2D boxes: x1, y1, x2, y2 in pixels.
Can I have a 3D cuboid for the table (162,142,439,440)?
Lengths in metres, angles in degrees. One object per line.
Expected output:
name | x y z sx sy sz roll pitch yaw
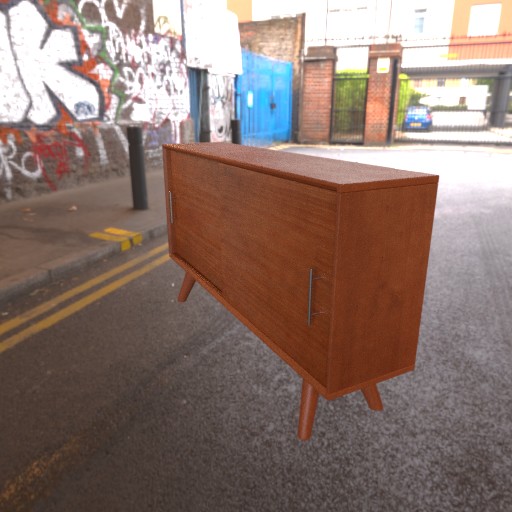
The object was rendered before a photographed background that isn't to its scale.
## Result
table | 0.000 0.000 1.559 0.308 0.698 1.220 -9 21 -26
